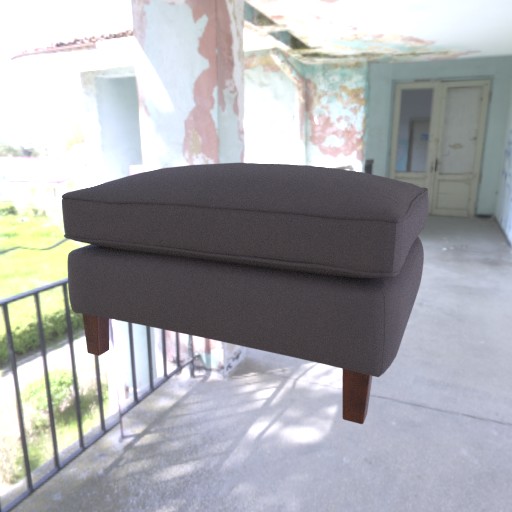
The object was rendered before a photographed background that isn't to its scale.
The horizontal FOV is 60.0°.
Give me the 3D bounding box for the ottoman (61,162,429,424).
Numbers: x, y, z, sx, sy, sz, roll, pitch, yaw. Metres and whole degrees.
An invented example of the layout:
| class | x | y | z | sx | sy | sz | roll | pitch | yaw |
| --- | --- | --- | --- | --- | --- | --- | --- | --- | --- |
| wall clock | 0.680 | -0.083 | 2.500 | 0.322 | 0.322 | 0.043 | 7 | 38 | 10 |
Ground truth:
| class | x | y | z | sx | sy | sz | roll | pitch | yaw |
| --- | --- | --- | --- | --- | --- | --- | --- | --- | --- |
| ottoman | 0.000 | 0.000 | 0.993 | 0.686 | 0.406 | 0.508 | 7 | 16 | 24 |
